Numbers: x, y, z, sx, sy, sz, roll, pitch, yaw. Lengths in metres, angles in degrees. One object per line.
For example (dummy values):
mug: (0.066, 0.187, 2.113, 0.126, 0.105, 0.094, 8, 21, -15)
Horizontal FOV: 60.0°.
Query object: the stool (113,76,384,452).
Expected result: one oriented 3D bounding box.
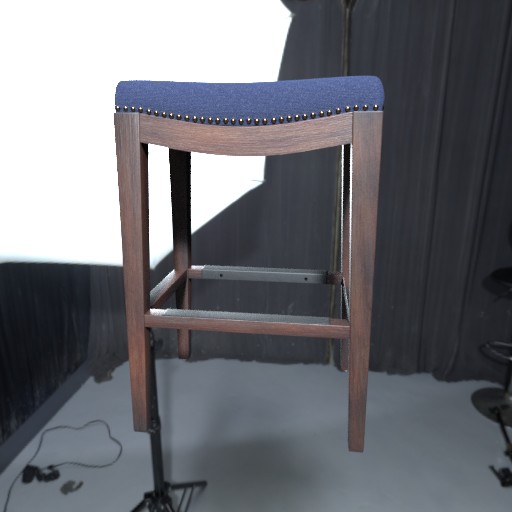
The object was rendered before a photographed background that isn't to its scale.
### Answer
stool: (0.000, 0.000, 1.022, 0.498, 0.740, 0.358, 2, 16, 8)
